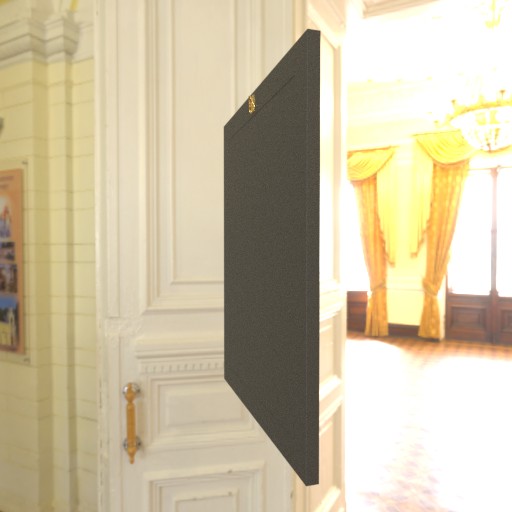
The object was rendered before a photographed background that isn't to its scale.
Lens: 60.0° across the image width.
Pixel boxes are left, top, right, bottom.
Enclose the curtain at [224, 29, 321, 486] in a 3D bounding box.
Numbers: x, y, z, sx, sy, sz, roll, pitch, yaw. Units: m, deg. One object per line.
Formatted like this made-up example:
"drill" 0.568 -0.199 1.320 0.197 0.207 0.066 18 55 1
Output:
"curtain" 0.000 0.000 0.799 0.027 0.585 0.483 0 1 -17
